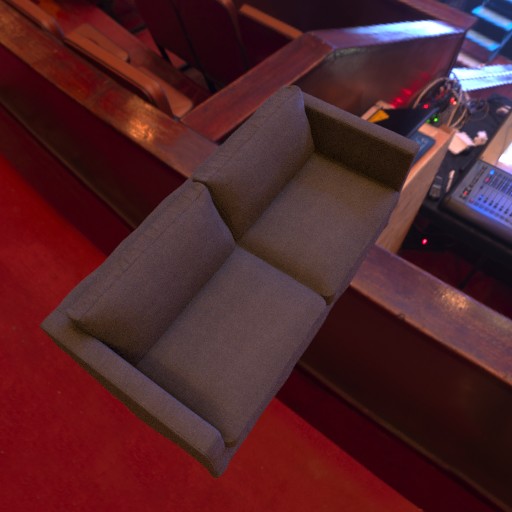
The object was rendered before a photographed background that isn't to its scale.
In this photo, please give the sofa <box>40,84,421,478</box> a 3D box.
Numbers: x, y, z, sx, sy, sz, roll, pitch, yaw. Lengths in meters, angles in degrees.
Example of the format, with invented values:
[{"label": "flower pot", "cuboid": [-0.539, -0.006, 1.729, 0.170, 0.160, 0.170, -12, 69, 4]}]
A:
[{"label": "sofa", "cuboid": [0.000, 0.000, 2.425, 0.953, 0.855, 1.982, 31, 63, 17]}]
